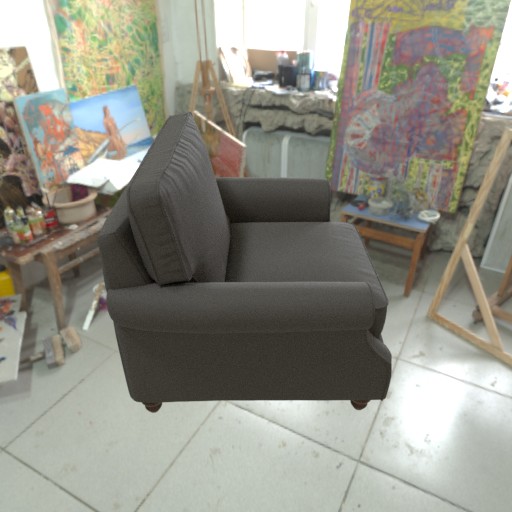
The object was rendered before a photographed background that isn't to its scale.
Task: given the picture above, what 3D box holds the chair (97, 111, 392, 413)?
[{"bbox_3d":[0.000,0.000,1.798,0.966,0.967,1.029,0,32,-1],"label":"chair"}]
